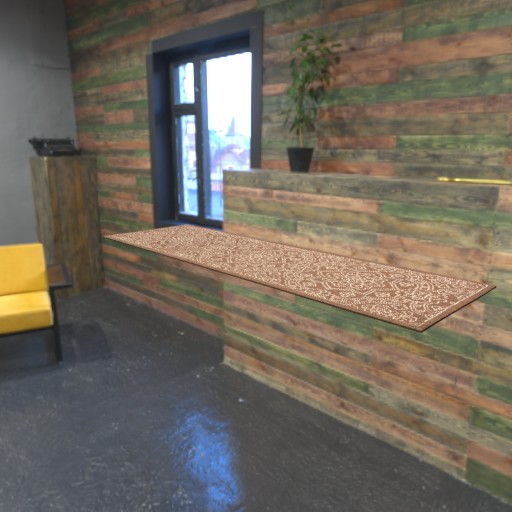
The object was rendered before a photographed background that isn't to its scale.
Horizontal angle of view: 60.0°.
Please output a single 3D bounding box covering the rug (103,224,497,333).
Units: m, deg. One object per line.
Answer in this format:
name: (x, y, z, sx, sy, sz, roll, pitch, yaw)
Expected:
rug: (0.000, 0.000, 2.663, 0.769, 0.012, 2.448, -13, 19, -43)
